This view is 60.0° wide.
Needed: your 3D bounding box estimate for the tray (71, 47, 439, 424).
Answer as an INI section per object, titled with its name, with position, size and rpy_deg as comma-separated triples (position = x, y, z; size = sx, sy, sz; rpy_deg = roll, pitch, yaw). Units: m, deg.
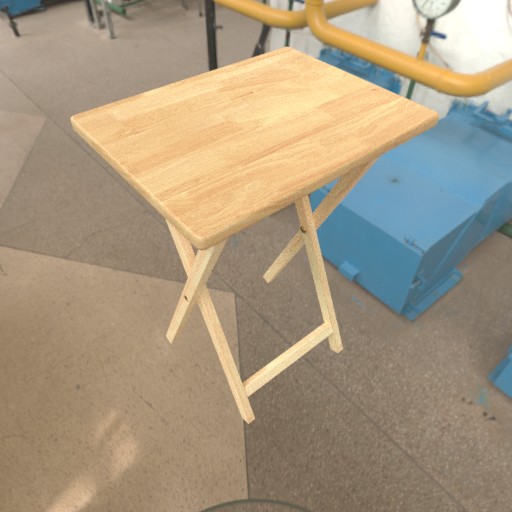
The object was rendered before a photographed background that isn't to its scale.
[tray]
position = 0.000, 0.000, 0.962
size = 0.483, 0.660, 0.381
rpy_deg = -30, 53, -26
